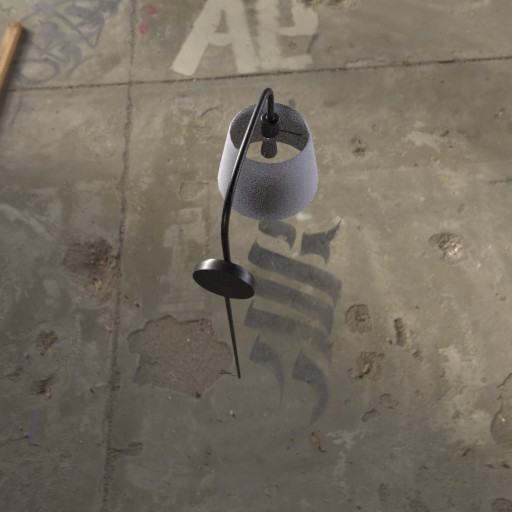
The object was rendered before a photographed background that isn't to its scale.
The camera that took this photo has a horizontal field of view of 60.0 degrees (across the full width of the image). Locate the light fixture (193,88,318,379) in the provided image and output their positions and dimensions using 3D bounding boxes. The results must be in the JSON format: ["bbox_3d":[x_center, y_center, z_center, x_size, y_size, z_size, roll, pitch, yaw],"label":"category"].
[{"bbox_3d":[0.000,0.000,0.458,0.092,0.399,0.176,14,64,7],"label":"light fixture"}]
